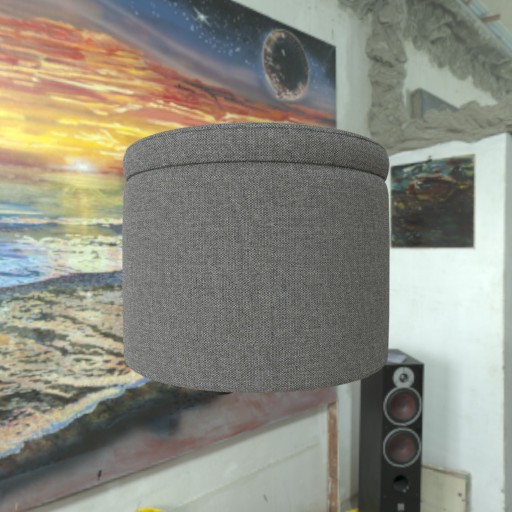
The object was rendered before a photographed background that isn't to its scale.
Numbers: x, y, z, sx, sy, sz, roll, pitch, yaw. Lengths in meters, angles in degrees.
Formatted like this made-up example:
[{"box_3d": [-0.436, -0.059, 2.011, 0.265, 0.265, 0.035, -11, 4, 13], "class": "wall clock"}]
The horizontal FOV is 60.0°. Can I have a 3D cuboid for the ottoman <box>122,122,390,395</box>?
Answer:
[{"box_3d": [0.000, 0.000, 0.900, 0.520, 0.430, 0.520, 0, 1, 0], "class": "ottoman"}]
